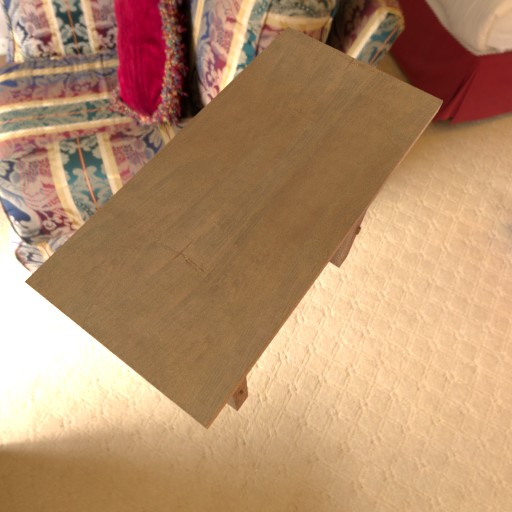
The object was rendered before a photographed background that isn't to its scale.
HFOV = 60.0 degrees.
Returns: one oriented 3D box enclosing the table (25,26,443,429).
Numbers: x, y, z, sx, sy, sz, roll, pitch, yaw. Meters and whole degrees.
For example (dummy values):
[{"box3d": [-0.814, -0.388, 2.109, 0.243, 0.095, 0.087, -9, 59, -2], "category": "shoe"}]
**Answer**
[{"box3d": [0.000, 0.000, 1.595, 0.556, 0.914, 1.119, 33, 69, 15], "category": "table"}]
